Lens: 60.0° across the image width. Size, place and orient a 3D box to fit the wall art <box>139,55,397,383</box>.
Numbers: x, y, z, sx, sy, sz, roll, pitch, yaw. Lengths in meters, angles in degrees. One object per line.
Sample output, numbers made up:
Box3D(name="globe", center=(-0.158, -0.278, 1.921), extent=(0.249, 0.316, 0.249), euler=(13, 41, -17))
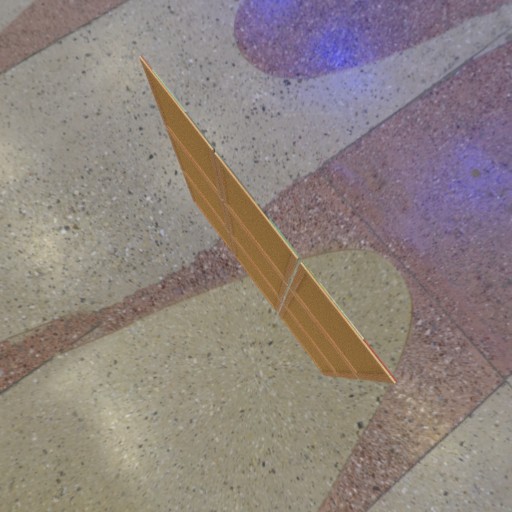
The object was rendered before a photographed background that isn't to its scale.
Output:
Box3D(name="wall art", center=(0.000, 0.000, 2.312), extent=(0.013, 1.519, 1.521), euler=(-36, 78, -8))
